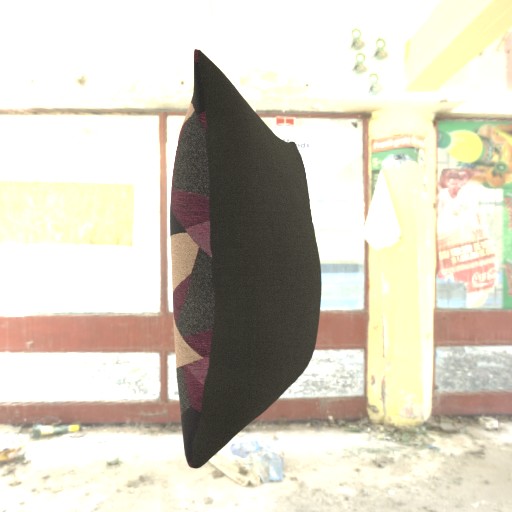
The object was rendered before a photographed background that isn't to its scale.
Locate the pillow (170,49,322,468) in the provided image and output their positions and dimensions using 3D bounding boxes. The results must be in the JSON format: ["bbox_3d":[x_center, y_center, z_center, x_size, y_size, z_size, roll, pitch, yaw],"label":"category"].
[{"bbox_3d":[0.000,0.000,0.748,0.208,0.496,0.503,0,0,18],"label":"pillow"}]
